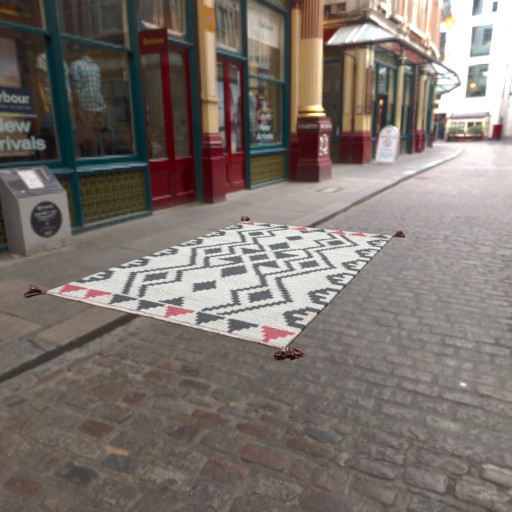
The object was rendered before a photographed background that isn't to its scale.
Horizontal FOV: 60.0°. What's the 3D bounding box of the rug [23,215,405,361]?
[{"bbox_3d":[0.000,0.000,3.288,1.741,0.066,2.672,8,17,26],"label":"rug"}]
